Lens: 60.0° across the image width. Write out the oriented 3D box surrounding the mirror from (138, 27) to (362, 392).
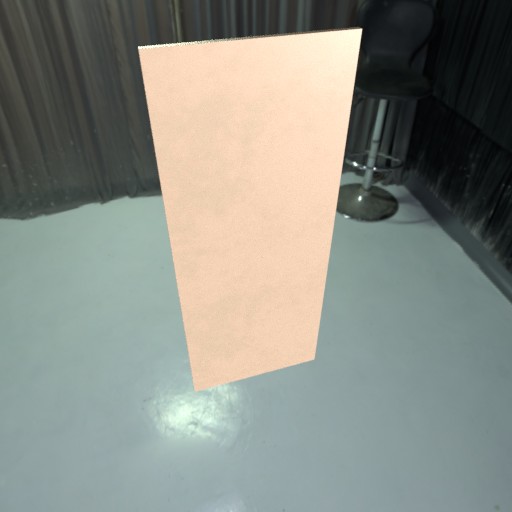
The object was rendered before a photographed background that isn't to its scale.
[{"bbox_3d":[0.000,0.000,2.218,0.812,2.031,0.026,-12,42,-13],"label":"mirror"}]
